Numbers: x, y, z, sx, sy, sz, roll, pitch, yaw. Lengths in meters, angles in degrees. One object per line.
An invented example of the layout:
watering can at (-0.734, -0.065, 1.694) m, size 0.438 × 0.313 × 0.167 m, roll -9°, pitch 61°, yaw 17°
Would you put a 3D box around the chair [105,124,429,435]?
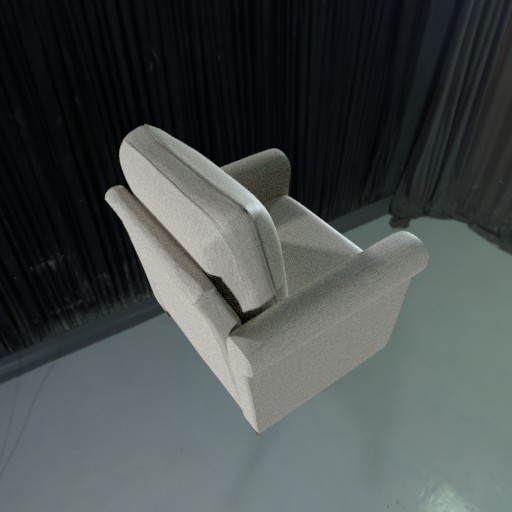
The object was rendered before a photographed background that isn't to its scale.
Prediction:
chair at (0.000, 0.000, 2.360) m, size 1.180 × 1.349 × 1.275 m, roll -25°, pitch 47°, yaw -26°
